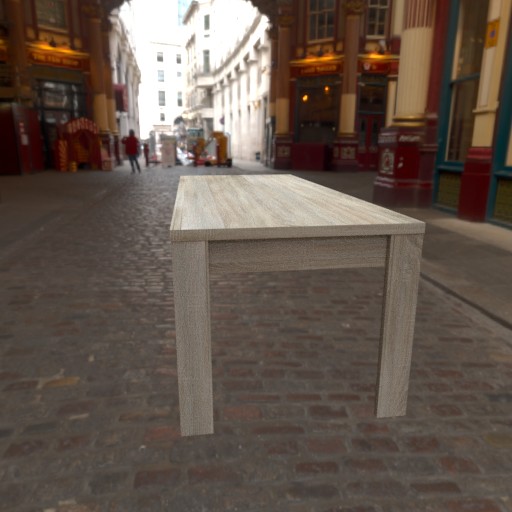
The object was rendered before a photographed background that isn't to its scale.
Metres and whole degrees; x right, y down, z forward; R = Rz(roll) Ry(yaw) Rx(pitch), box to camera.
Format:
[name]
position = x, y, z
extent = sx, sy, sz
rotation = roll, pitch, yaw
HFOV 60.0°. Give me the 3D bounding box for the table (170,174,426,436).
[table]
position = 0.000, 0.000, 2.673
extent = 0.900, 0.790, 2.200
rotation = -2, 15, -8
